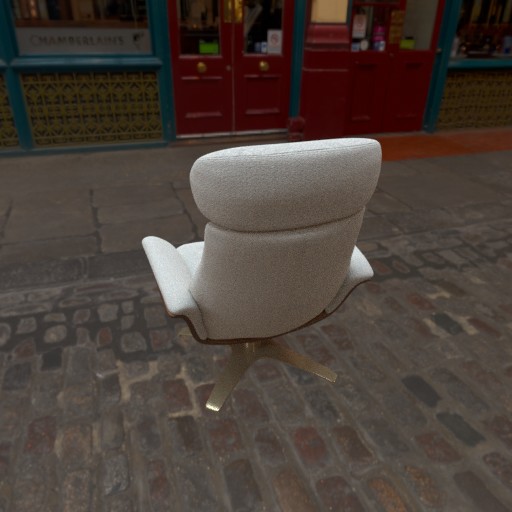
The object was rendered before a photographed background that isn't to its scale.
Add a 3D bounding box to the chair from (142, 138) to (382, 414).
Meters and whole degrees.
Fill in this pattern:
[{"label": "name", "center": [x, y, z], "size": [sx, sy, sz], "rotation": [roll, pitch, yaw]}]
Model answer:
[{"label": "chair", "center": [0.000, 0.000, 1.648], "size": [0.785, 0.995, 0.837], "rotation": [-9, 29, -17]}]
